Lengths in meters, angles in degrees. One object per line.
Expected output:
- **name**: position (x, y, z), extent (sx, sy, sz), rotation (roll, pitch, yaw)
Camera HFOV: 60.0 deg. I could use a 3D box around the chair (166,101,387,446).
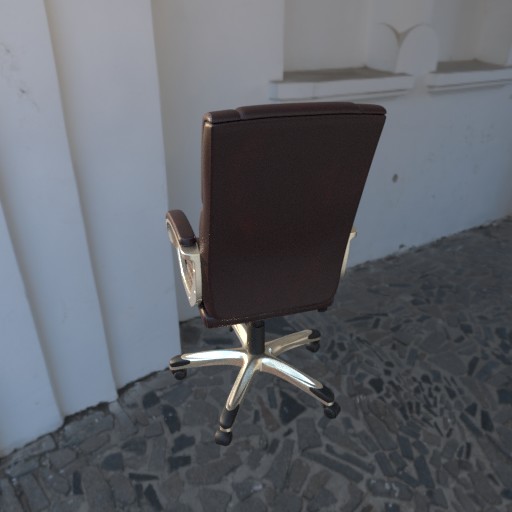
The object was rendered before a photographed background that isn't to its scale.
- **chair**: position (0.000, 0.000, 1.566), extent (0.662, 1.107, 0.739), rotation (-8, 27, -16)
